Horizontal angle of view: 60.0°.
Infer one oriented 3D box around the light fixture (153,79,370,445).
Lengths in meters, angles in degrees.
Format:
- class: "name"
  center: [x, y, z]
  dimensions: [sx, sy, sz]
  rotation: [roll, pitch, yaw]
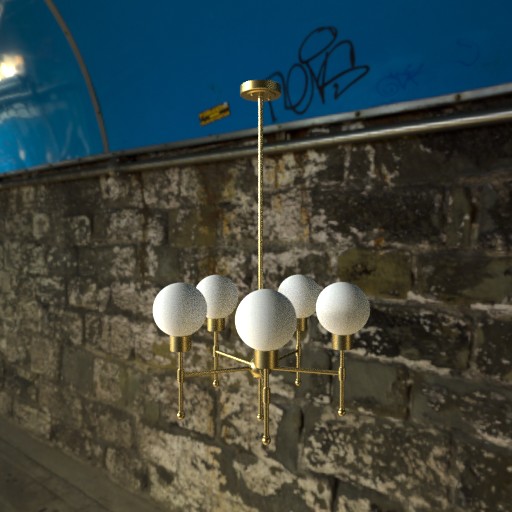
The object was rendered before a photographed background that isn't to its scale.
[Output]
- class: "light fixture"
  center: [0.000, 0.000, 1.791]
  dimensions: [0.815, 1.331, 0.785]
  rotation: [-2, 3, -38]
